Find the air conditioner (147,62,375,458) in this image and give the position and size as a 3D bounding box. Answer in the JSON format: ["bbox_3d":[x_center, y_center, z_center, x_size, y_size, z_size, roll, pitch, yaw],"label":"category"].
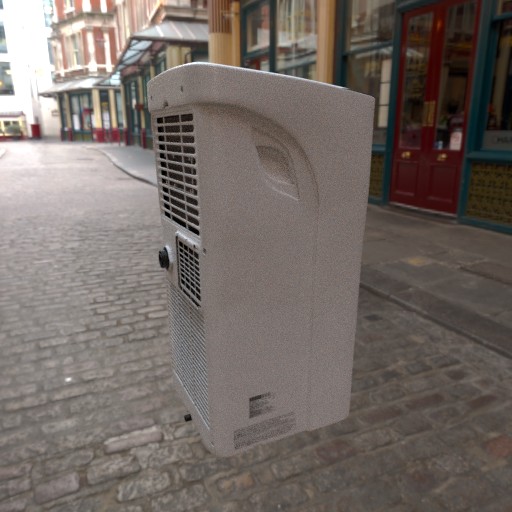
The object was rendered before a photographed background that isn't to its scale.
[{"bbox_3d":[0.000,0.000,0.940,0.369,0.716,0.352,-7,17,-25],"label":"air conditioner"}]
